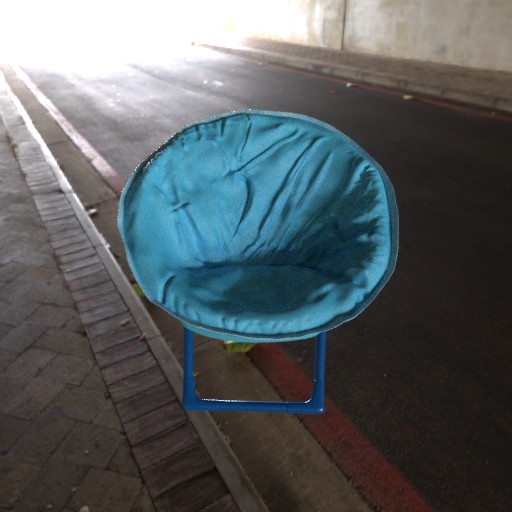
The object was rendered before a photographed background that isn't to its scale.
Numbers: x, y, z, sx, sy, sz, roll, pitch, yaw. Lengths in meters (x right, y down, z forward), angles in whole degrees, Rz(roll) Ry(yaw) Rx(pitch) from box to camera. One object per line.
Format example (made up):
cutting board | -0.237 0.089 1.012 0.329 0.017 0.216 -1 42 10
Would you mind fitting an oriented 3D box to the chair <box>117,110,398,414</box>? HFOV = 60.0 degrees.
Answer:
chair | 0.000 0.000 0.895 0.520 0.478 0.465 1 30 2
